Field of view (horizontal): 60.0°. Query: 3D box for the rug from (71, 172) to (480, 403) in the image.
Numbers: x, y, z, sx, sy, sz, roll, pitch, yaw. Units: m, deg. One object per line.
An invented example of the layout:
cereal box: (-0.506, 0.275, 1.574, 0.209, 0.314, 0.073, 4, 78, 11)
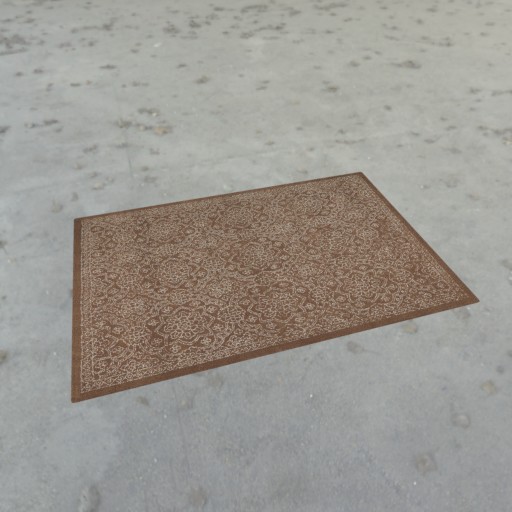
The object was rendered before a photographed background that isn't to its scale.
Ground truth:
rug: (0.000, 0.000, 2.314, 1.829, 0.010, 1.219, -11, 43, -12)
